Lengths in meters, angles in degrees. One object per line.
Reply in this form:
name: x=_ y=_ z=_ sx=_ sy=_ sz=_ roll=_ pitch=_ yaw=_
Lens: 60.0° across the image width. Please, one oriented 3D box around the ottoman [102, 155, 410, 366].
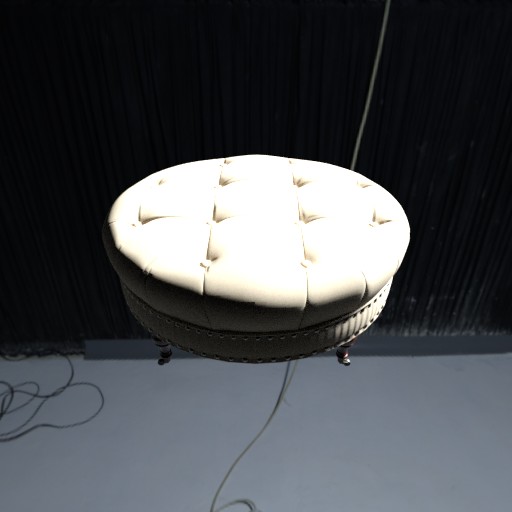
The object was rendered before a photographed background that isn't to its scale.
ottoman: x=0.000 y=0.000 z=1.432 sx=0.901 sy=0.439 sz=0.901 roll=0 pitch=33 yaw=0
